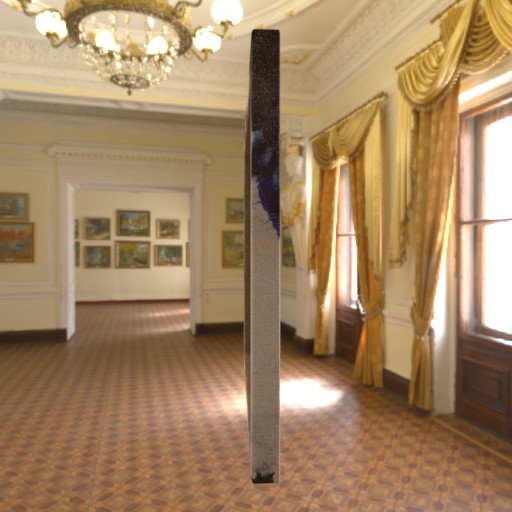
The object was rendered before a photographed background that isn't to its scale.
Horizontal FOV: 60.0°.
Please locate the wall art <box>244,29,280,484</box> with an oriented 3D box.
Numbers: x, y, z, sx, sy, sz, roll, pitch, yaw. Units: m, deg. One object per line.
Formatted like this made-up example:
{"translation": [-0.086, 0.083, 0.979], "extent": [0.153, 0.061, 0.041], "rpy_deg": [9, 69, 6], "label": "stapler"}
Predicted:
{"translation": [0.000, 0.000, 0.895], "extent": [0.039, 0.609, 0.609], "rpy_deg": [0, 0, -3], "label": "wall art"}
